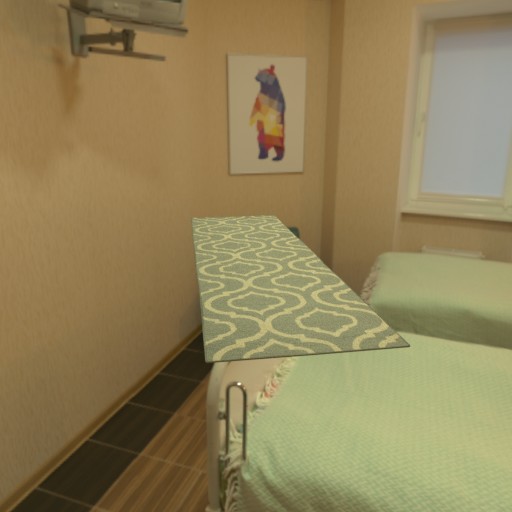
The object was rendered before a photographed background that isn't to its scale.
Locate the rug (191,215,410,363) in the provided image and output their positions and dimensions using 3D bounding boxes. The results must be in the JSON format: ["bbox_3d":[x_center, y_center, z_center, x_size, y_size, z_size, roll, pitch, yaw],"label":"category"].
[{"bbox_3d":[0.000,0.000,2.498,0.684,0.009,2.275,-3,17,-9],"label":"rug"}]
